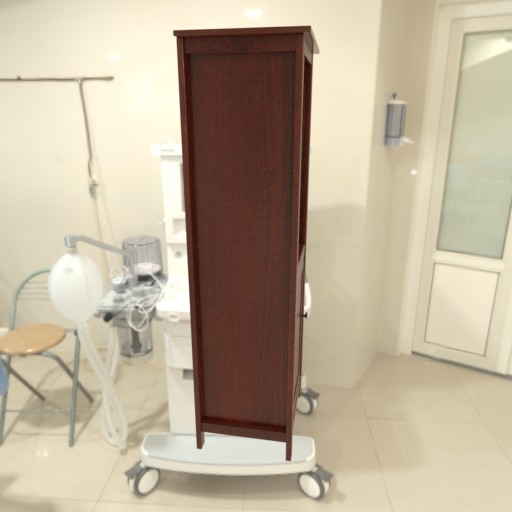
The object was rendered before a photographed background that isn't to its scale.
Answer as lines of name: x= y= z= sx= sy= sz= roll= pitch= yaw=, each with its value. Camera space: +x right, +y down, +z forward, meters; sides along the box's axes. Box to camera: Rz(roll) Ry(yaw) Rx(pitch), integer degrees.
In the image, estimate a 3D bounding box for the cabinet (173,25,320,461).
cabinet: x=0.000 y=0.000 z=1.724 sx=0.401 sy=1.518 sz=0.500 roll=3 pitch=18 yaw=10
